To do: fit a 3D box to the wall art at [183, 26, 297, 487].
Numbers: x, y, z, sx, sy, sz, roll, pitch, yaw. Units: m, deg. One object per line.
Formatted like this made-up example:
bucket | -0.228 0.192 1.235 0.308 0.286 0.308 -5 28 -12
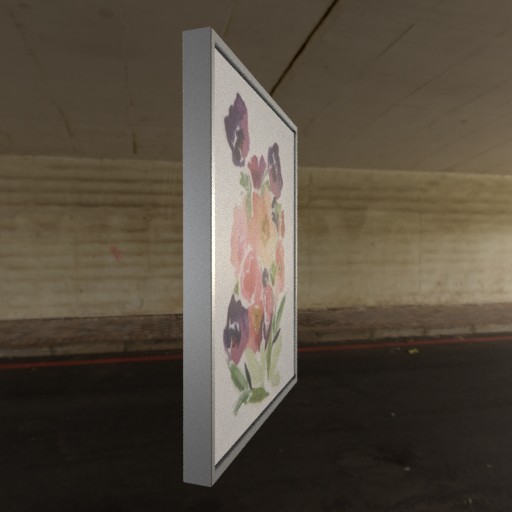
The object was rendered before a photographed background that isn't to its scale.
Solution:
wall art | 0.000 0.000 0.749 0.038 0.549 0.452 0 1 18
